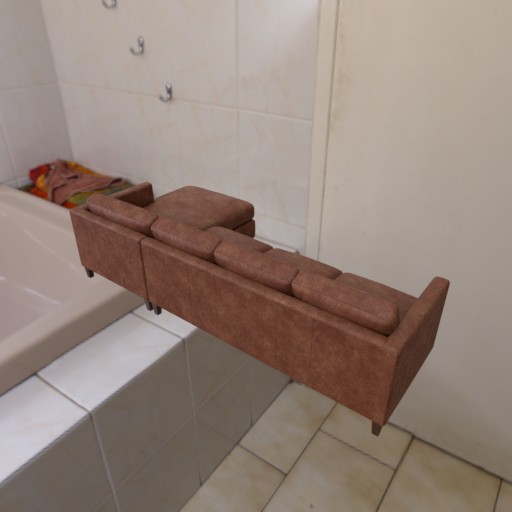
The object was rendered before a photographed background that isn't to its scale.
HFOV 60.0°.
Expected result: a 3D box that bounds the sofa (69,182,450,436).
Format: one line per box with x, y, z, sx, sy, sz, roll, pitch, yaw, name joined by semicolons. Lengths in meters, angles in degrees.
0.000;0.000;3.973;3.203;0.883;1.581;21;36;32;sofa
